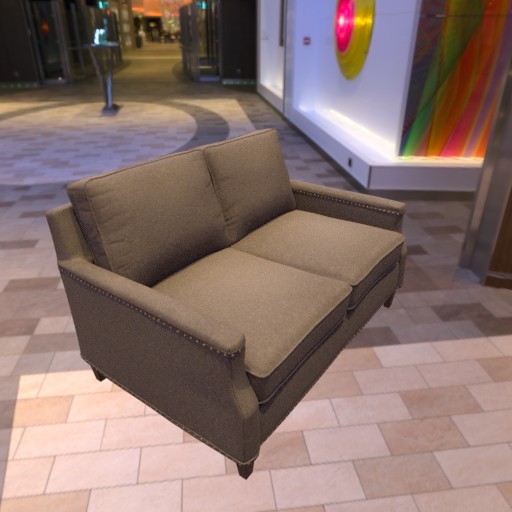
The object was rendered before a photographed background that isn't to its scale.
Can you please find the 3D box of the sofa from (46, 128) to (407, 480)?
[{"bbox_3d":[0.000,0.000,2.238,1.084,1.003,1.597,19,33,32],"label":"sofa"}]
